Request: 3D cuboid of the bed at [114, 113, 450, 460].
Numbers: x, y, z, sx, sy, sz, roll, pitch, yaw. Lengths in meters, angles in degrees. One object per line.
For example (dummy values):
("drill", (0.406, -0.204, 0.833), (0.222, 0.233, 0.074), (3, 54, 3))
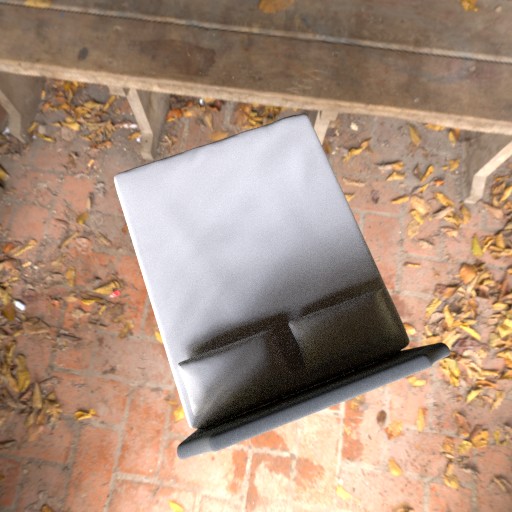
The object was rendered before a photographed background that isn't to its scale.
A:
("bed", (0.000, 0.000, 3.361), (1.811, 1.296, 2.259), (-19, 75, -5))
